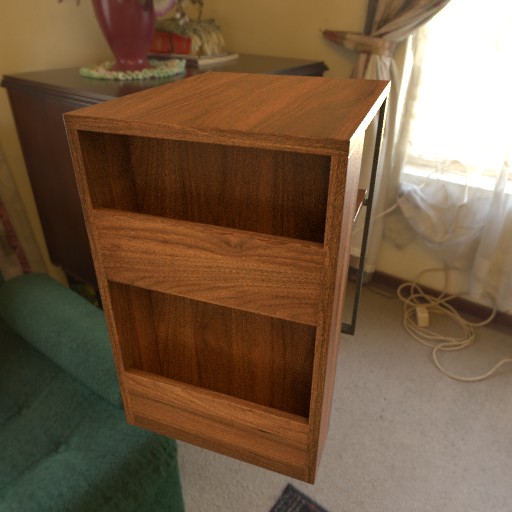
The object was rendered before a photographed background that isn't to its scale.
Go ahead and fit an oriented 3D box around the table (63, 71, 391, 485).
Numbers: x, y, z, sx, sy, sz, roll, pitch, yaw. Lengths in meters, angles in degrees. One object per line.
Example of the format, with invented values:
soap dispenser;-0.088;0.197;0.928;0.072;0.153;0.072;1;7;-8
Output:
table;0.000;0.000;1.497;0.660;1.041;0.786;10;31;17
